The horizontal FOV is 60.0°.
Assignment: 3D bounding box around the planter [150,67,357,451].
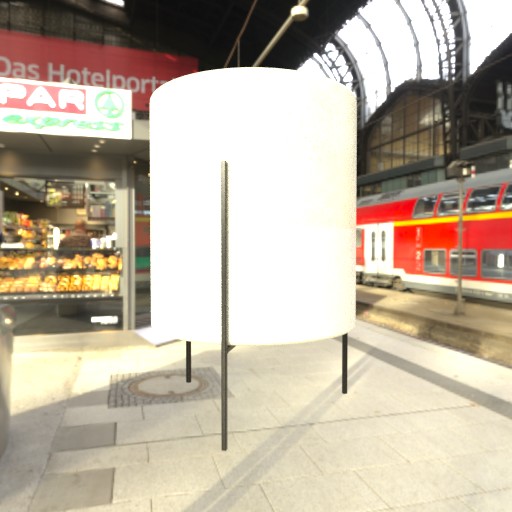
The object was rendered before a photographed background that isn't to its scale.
[{"bbox_3d":[0.000,0.000,0.720,0.333,0.483,0.324,0,2,-18],"label":"planter"}]
